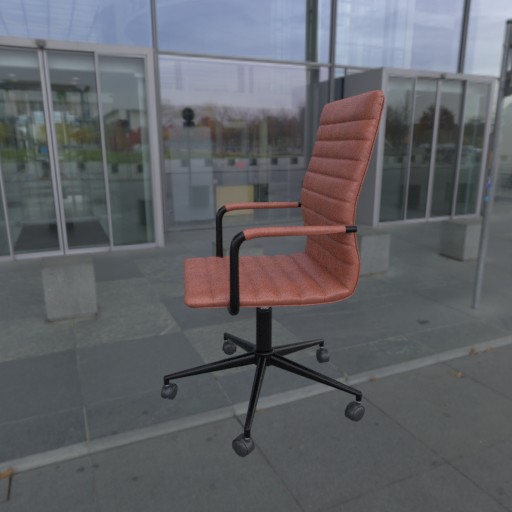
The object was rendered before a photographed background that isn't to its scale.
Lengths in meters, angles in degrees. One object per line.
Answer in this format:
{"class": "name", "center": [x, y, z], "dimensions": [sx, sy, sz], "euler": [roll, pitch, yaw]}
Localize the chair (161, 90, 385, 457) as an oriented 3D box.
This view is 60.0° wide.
{"class": "chair", "center": [0.000, 0.000, 1.275], "dimensions": [0.578, 0.878, 0.600], "euler": [-2, 14, -9]}
